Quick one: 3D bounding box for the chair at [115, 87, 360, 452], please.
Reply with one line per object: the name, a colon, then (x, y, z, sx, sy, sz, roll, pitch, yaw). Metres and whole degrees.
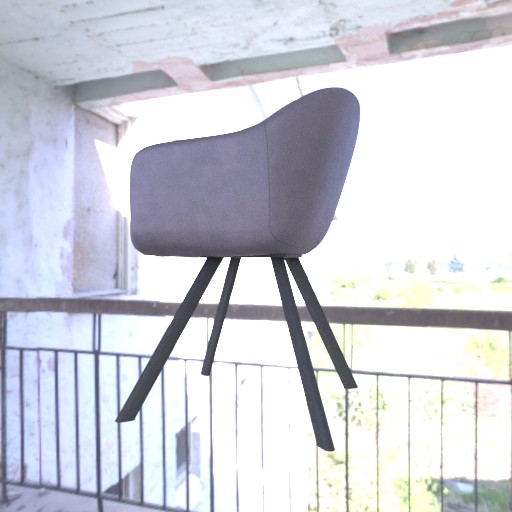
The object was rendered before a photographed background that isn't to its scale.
chair: (0.000, 0.000, 1.183, 0.544, 0.781, 0.567, 0, -1, 19)
